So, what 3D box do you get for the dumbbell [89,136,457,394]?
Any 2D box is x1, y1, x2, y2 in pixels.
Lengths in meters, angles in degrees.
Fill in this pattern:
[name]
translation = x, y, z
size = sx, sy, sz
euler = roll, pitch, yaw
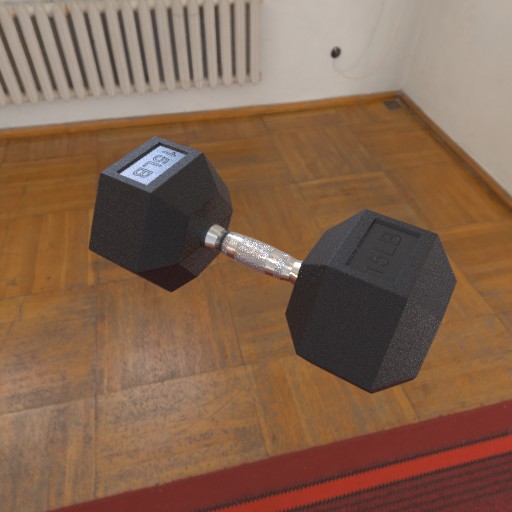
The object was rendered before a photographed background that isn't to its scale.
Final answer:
[dumbbell]
translation = 0.000, 0.000, 0.338
size = 0.271, 0.106, 0.122
euler = 23, 49, 22
